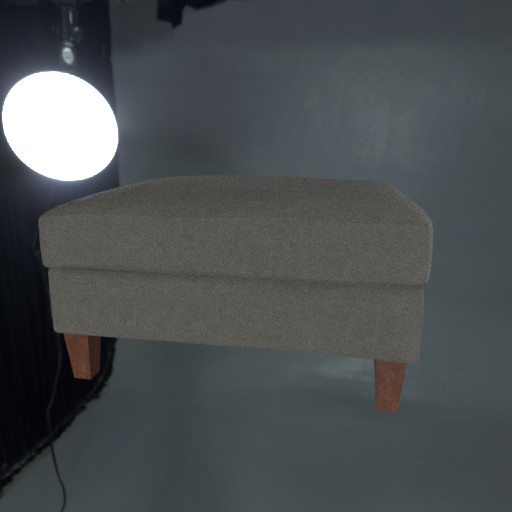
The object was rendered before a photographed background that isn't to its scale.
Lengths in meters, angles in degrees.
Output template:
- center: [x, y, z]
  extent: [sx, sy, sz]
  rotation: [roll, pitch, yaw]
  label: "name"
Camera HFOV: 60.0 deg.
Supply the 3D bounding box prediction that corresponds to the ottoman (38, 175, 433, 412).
- center: [0.000, 0.000, 1.375]
  extent: [0.881, 0.482, 0.861]
  rotation: [3, 15, 10]
  label: "ottoman"
